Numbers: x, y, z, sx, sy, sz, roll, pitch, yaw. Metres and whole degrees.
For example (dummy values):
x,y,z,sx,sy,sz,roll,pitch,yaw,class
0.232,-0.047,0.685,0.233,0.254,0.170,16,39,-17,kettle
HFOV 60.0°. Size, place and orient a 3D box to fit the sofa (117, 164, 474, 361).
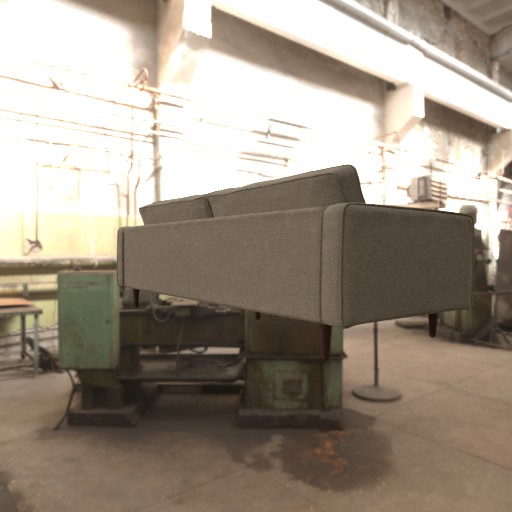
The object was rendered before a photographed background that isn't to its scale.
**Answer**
x,y,z,sx,sy,sz,roll,pitch,yaw,class
0.000,0.000,2.645,0.914,0.762,2.211,-1,1,-37,sofa
